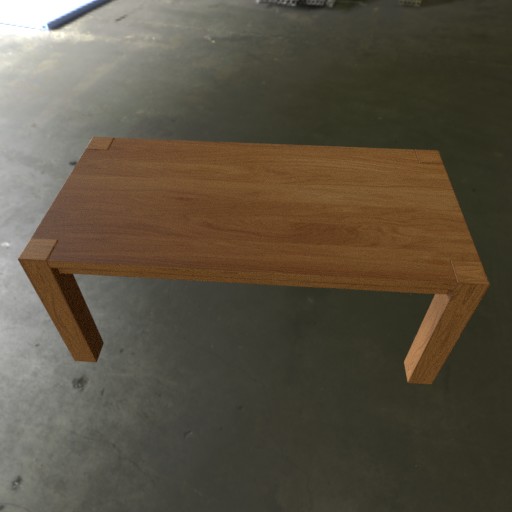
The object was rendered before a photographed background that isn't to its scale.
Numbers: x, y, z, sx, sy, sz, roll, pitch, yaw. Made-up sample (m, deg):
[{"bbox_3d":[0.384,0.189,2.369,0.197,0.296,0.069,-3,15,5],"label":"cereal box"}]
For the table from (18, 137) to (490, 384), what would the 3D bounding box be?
[{"bbox_3d":[0.000,0.000,2.267,1.800,0.760,0.900,3,46,3],"label":"table"}]
